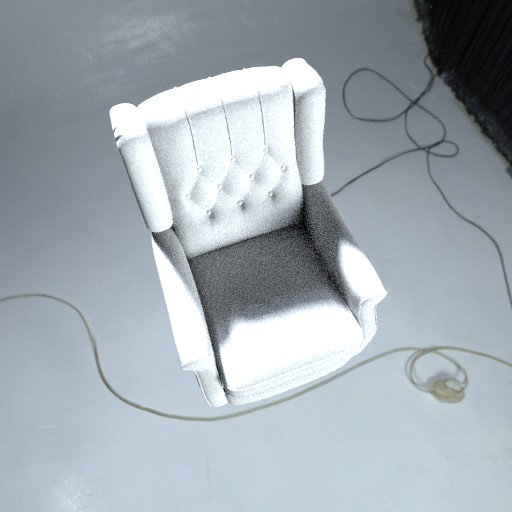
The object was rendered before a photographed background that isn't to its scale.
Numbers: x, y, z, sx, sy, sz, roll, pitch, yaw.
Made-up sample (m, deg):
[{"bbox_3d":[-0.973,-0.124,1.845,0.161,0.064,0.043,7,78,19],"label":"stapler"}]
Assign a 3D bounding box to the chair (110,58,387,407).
[{"bbox_3d":[0.000,0.000,1.661,0.742,1.035,0.902,-18,65,-9],"label":"chair"}]
